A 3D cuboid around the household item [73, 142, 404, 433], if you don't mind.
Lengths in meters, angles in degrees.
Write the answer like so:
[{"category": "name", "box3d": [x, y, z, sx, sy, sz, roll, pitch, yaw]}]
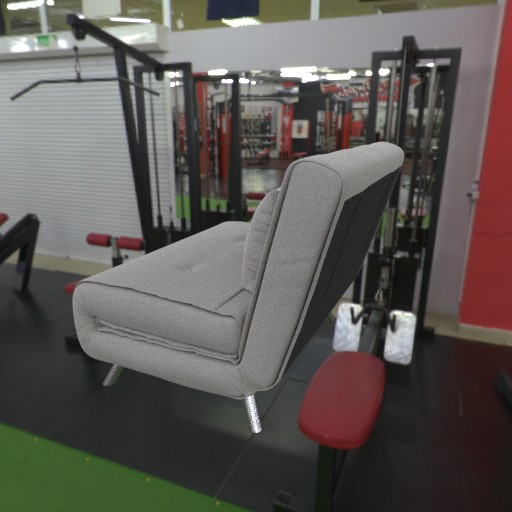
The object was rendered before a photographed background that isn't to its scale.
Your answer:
[{"category": "household item", "box3d": [0.000, 0.000, 1.645, 0.874, 0.800, 1.000, 8, 18, 24]}]
